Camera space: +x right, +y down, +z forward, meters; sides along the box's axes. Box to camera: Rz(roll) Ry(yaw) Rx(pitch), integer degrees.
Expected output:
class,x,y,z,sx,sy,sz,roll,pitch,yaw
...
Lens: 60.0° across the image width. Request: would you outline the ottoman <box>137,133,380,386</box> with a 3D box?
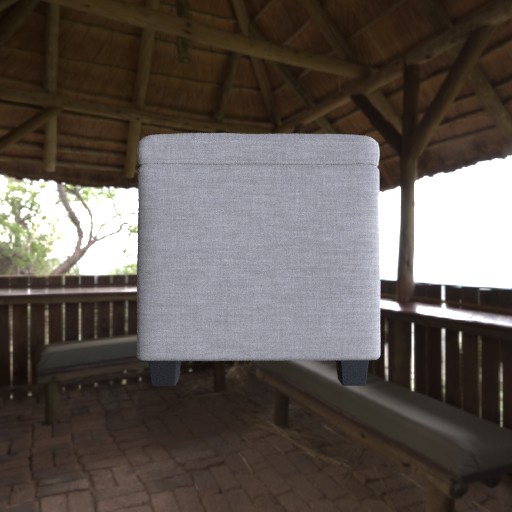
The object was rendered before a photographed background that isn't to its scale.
class,x,y,z,sx,sy,sz,roll,pitch,yaw
ottoman,0.000,0.000,1.155,0.419,0.432,0.902,0,0,-1
